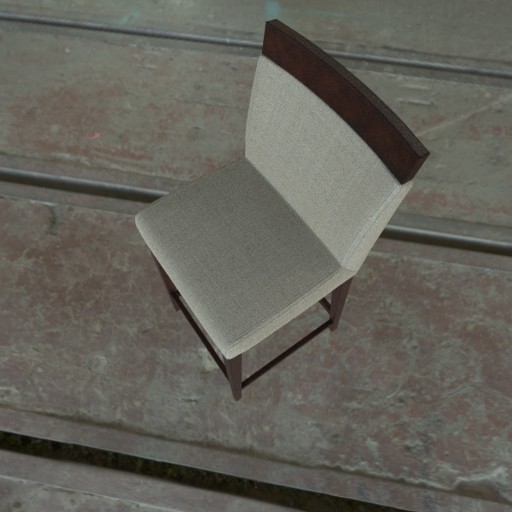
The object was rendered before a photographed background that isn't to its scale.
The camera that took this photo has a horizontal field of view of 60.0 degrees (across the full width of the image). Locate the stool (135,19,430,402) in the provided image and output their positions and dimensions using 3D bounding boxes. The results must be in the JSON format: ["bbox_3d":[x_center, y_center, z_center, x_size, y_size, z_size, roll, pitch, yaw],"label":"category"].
[{"bbox_3d":[0.000,0.000,1.241,0.480,1.011,0.463,-32,67,-16],"label":"stool"}]
